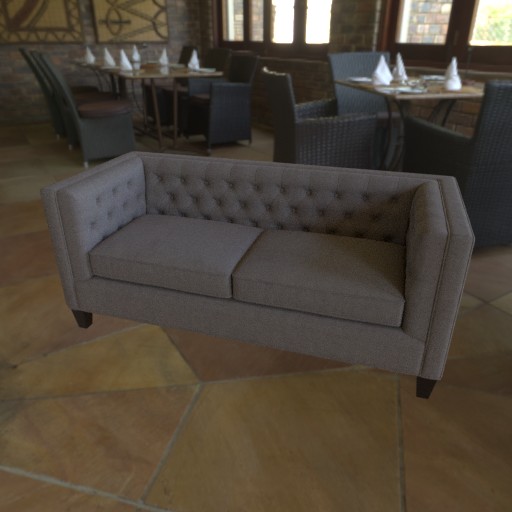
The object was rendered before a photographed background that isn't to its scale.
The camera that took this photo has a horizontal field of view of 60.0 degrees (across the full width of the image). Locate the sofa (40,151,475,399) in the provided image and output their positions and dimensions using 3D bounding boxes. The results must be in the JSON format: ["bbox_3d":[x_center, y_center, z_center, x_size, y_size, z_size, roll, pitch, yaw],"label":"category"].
[{"bbox_3d":[0.000,0.000,2.212,1.778,0.762,0.775,8,28,15],"label":"sofa"}]
